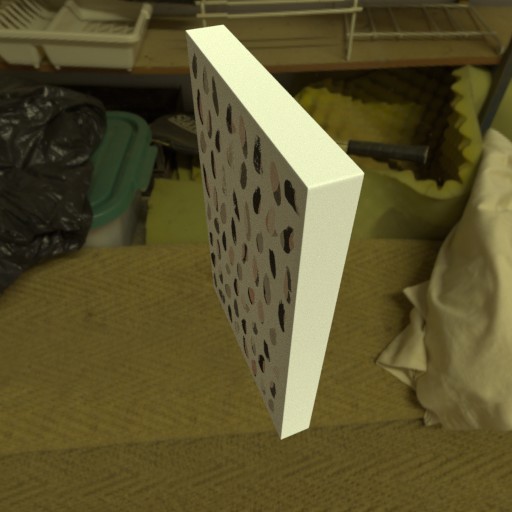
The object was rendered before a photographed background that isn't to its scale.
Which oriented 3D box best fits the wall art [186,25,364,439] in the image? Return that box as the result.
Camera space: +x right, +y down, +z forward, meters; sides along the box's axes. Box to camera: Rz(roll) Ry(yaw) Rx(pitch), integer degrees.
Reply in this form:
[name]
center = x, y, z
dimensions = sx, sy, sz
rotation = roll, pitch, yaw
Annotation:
[wall art]
center = 0.000, 0.000, 0.477
dimensions = 0.039, 0.381, 0.252
rotation = -17, 49, -15
